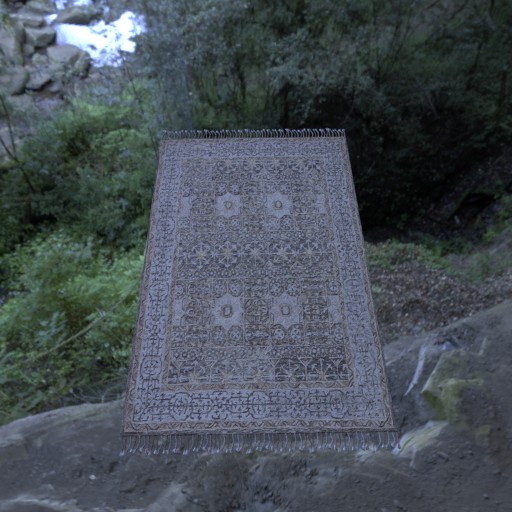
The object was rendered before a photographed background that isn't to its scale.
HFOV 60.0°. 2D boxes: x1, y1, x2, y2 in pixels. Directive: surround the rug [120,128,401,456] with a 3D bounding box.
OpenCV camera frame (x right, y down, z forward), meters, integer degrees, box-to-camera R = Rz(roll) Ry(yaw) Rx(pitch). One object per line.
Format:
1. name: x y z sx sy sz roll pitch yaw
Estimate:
1. rug: 0.000 0.000 2.463 1.237 0.010 2.029 -1 58 -1
